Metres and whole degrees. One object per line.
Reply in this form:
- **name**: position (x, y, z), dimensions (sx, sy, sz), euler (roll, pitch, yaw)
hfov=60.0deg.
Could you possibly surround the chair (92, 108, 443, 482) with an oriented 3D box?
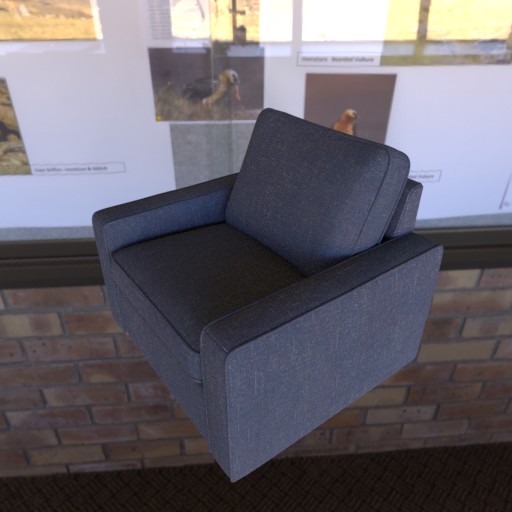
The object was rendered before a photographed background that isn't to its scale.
- **chair**: position (0.000, 0.000, 1.710), dimensions (0.940, 0.919, 1.017), euler (-21, 38, -30)
